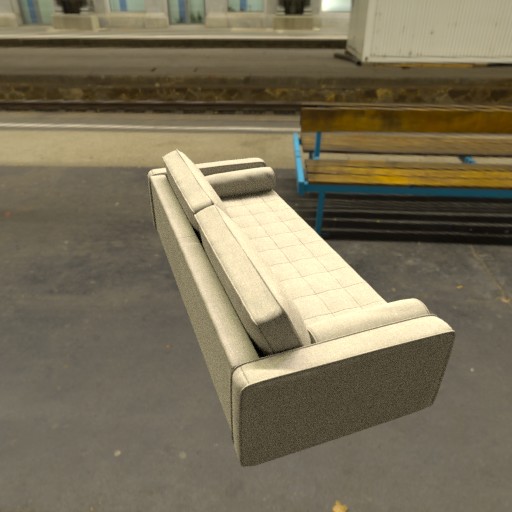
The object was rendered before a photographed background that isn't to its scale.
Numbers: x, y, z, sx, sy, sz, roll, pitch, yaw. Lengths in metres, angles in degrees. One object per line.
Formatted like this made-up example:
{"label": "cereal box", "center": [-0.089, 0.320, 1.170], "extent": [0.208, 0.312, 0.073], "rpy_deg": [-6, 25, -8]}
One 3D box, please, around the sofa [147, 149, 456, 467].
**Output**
{"label": "sofa", "center": [0.000, 0.000, 2.565], "extent": [0.914, 0.762, 2.211], "rpy_deg": [-11, 33, -17]}
